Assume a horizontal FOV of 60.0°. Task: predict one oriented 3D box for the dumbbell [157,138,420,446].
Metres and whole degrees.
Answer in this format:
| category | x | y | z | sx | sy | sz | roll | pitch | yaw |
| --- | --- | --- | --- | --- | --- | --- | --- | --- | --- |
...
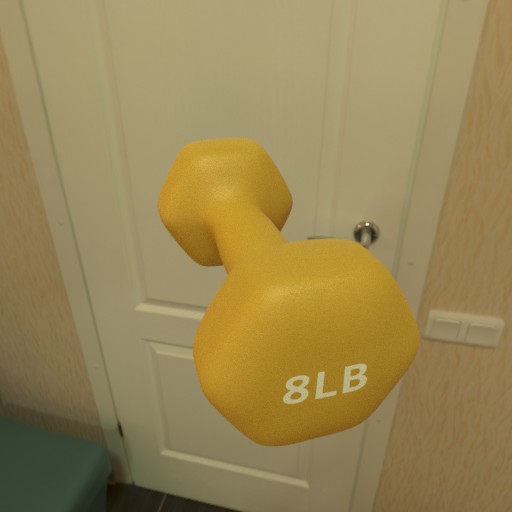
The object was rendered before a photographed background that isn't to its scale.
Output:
| category | x | y | z | sx | sy | sz | roll | pitch | yaw |
| --- | --- | --- | --- | --- | --- | --- | --- | --- | --- |
| dumbbell | 0.000 | 0.000 | 0.236 | 0.090 | 0.082 | 0.190 | -8 | 31 | -13 |
